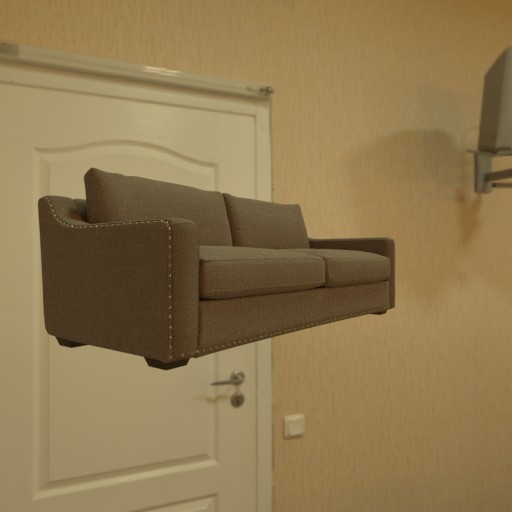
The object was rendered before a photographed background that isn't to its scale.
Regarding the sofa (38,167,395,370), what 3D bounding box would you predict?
[{"bbox_3d":[0.000,0.000,2.727,1.000,0.857,2.208,0,0,38],"label":"sofa"}]
